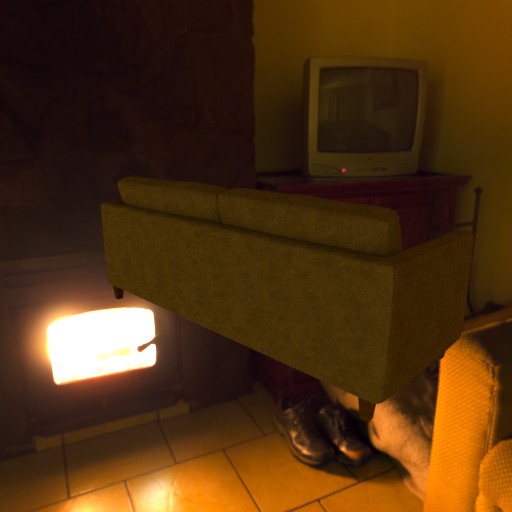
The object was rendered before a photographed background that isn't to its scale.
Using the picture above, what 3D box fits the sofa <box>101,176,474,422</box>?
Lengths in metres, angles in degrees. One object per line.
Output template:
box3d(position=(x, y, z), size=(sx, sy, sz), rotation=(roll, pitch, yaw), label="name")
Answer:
box3d(position=(0.000, 0.000, 2.940), size=(2.434, 0.965, 0.951), rotation=(14, 21, 42), label="sofa")
